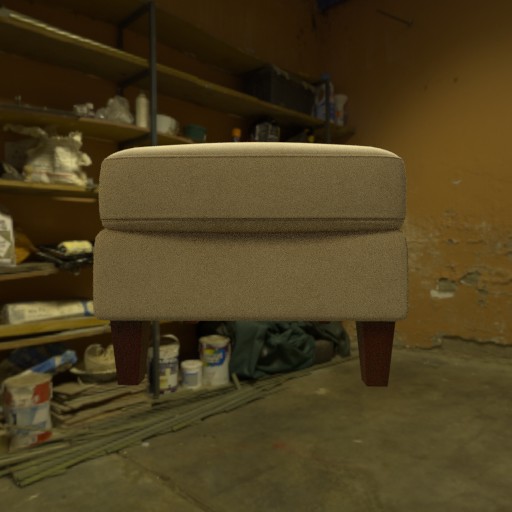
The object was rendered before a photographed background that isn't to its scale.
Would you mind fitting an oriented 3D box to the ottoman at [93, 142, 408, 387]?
[{"bbox_3d":[0.000,0.000,1.216,0.584,0.483,0.864,0,0,1],"label":"ottoman"}]
